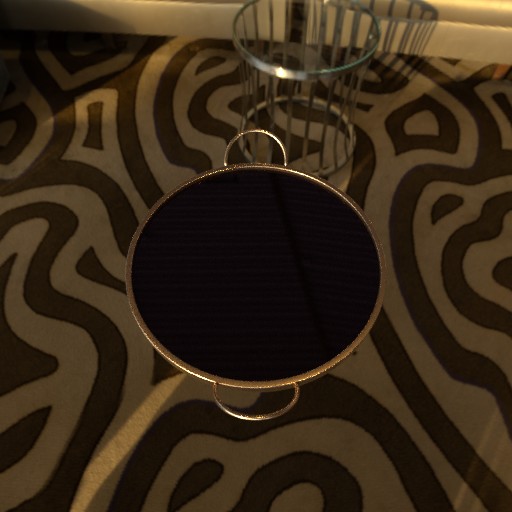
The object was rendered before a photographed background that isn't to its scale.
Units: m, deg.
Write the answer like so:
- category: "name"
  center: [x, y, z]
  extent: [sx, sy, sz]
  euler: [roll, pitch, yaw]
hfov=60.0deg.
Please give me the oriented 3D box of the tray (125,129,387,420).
- category: "tray"
  center: [0.000, 0.000, 0.746]
  extent: [0.438, 0.069, 0.543]
  euler: [0, 58, 0]
